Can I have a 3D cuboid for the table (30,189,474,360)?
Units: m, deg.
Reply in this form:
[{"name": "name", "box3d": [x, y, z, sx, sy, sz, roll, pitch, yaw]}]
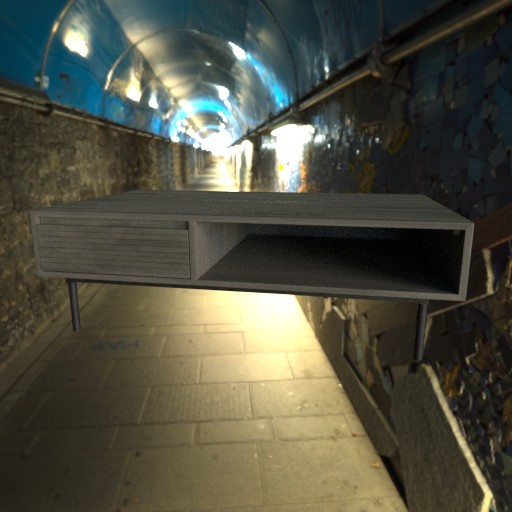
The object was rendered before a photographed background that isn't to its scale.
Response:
[{"name": "table", "box3d": [0.000, 0.000, 1.405, 1.088, 0.347, 0.643, 3, 14, 11]}]
